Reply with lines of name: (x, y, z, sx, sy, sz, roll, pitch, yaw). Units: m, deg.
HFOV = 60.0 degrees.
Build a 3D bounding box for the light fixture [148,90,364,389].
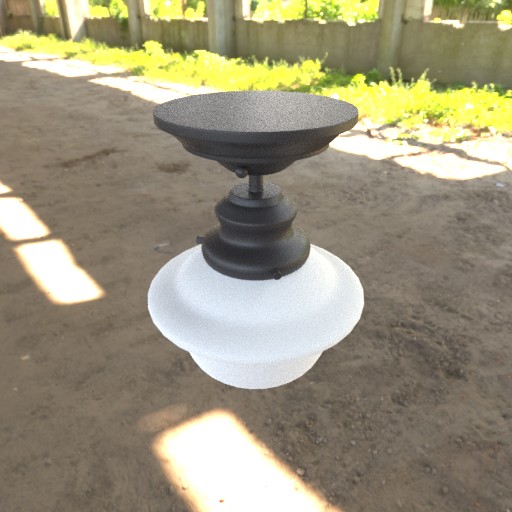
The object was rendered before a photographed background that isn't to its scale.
light fixture: (0.000, 0.000, 0.392, 0.197, 0.254, 0.197, 0, 29, 0)
